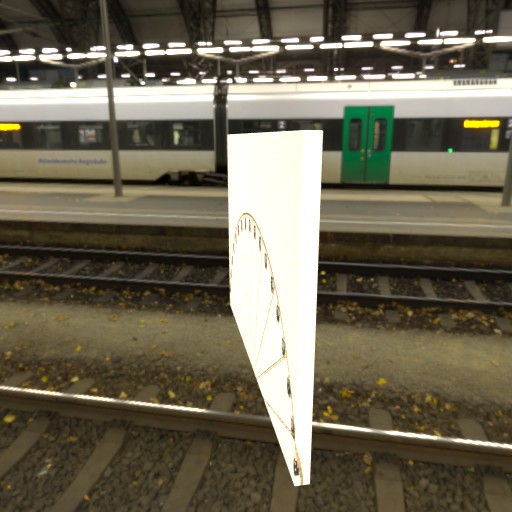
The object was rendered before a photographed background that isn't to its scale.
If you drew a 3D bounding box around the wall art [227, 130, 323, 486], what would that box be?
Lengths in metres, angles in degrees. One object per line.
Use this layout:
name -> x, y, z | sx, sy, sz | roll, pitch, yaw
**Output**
wall art -> 0.000, 0.000, 1.440 | 0.038, 0.767, 1.144 | -3, 15, -10
